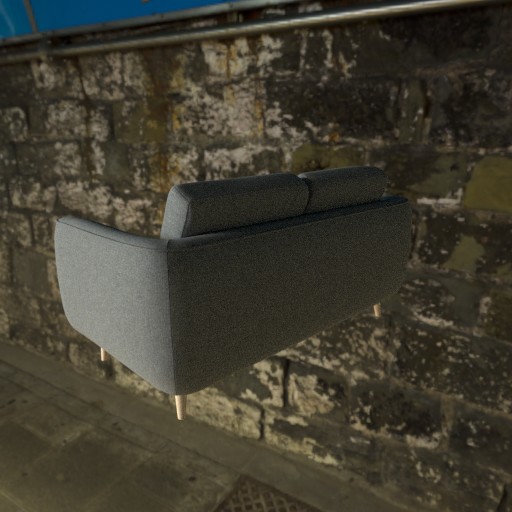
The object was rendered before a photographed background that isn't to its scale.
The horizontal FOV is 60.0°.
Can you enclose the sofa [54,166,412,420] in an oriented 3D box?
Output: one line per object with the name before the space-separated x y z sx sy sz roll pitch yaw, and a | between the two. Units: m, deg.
sofa | 0.000 0.000 2.225 1.700 0.870 0.920 -15 21 -42
